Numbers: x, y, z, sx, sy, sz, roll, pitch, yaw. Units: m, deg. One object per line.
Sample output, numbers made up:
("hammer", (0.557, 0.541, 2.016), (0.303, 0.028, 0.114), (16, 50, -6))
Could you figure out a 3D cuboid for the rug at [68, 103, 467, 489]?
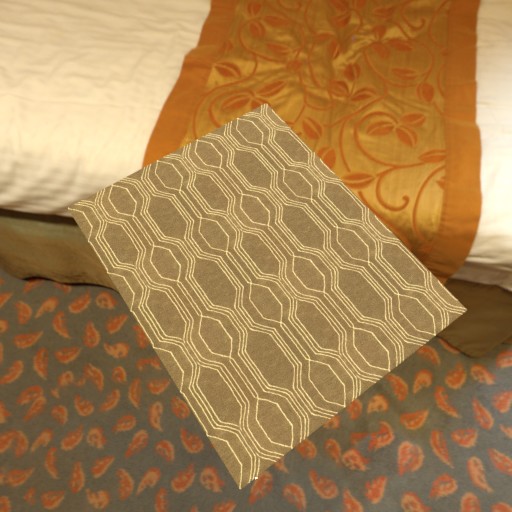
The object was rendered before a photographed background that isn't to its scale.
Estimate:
("rug", (0.000, 0.000, 4.198), (2.457, 0.012, 3.062), (-32, 68, -15))
